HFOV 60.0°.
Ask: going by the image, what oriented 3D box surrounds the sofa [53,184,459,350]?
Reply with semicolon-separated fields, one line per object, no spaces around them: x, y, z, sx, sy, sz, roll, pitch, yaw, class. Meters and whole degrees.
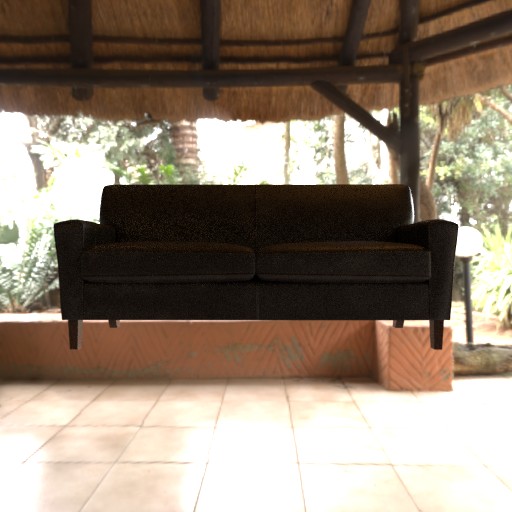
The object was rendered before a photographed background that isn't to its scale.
0.000;0.000;2.595;2.053;0.947;0.805;0;1;0;sofa
